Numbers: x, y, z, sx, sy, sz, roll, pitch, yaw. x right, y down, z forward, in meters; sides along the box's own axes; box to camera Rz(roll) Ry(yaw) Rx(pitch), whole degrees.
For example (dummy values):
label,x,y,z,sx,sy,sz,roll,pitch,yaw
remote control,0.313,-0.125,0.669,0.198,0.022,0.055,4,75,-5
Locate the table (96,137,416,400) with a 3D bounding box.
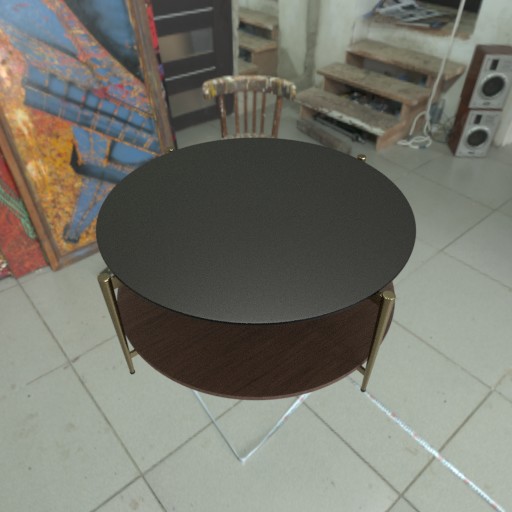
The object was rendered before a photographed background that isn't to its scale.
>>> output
label,x,y,z,sx,sy,sz,roll,pitch,yaw
table,0.000,0.000,1.474,0.938,0.400,0.938,13,42,15
